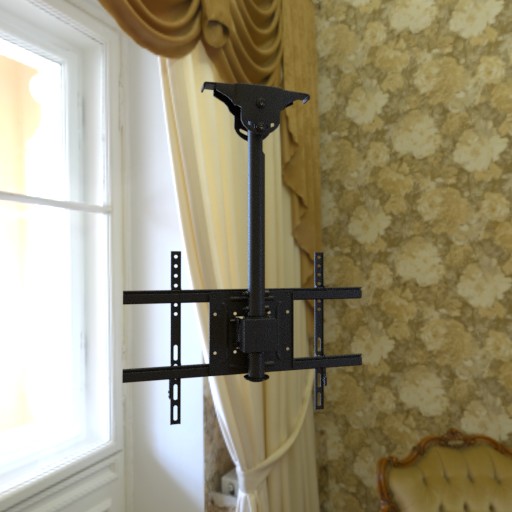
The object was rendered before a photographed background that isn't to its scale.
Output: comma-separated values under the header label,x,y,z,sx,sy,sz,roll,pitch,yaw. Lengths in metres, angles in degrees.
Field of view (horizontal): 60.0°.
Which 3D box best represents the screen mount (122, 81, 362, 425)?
label,x,y,z,sx,sy,sz,roll,pitch,yaw
screen mount,0.000,0.000,1.036,0.595,0.775,0.090,0,-1,-17
